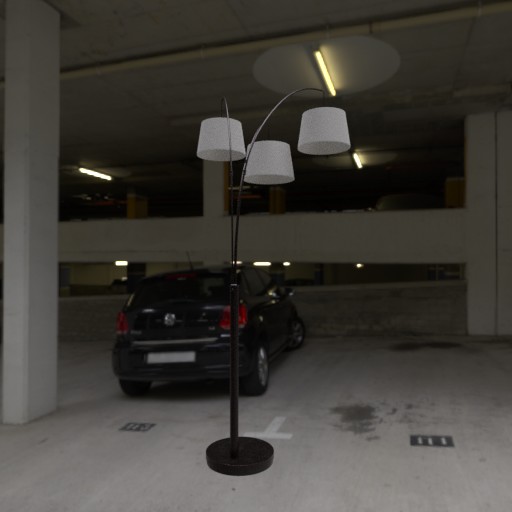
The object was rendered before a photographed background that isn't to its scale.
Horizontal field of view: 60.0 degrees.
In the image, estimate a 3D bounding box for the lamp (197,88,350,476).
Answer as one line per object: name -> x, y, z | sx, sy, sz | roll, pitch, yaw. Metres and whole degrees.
lamp -> 0.000, 0.000, 2.412 | 0.951, 1.950, 0.924 | 0, -1, 18
